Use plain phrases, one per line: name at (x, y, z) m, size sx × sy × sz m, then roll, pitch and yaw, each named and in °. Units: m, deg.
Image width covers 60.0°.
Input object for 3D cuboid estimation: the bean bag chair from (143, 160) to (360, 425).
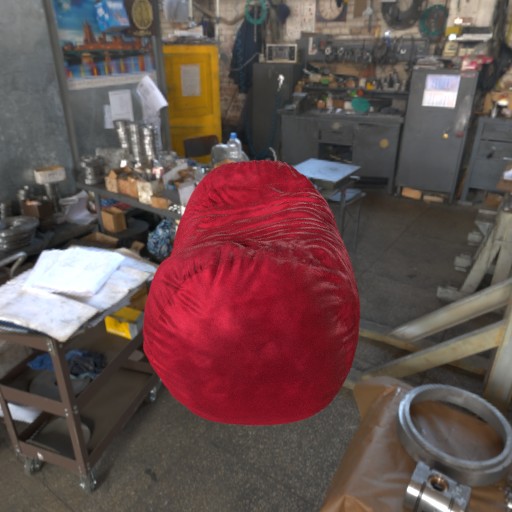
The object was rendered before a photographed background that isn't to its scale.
bean bag chair at (0.000, 0.000, 2.884) m, size 1.216 × 0.867 × 2.293 m, roll 0°, pitch 27°, yaw 0°
